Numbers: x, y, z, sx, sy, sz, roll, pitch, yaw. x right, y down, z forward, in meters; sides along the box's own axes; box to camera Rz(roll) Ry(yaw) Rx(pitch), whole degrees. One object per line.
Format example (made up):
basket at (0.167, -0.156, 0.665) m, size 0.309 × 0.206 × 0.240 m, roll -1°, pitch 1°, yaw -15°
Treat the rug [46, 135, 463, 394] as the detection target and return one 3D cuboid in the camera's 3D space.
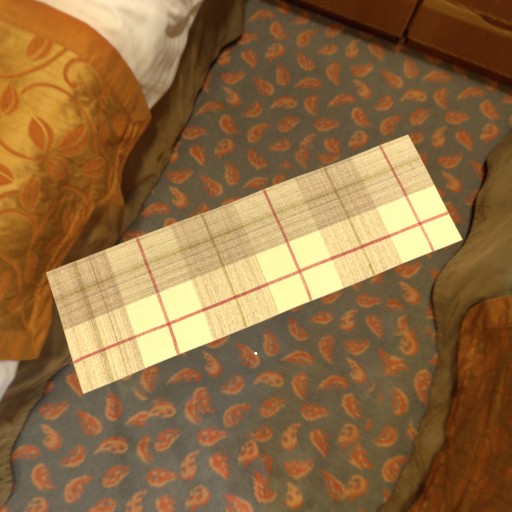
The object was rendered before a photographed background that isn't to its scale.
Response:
rug at (0.000, 0.000, 2.709) m, size 2.439 × 0.013 × 0.762 m, roll -21°, pitch 78°, yaw -5°
